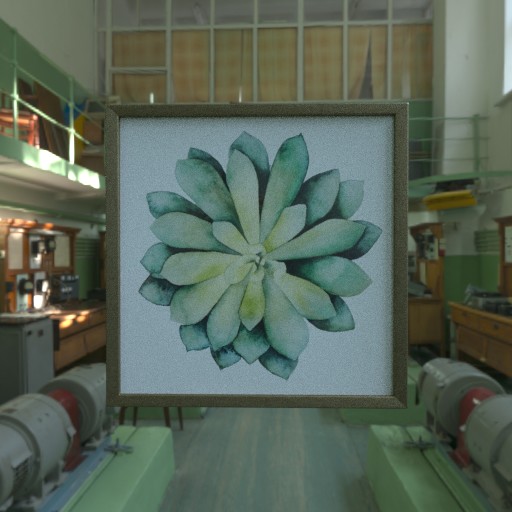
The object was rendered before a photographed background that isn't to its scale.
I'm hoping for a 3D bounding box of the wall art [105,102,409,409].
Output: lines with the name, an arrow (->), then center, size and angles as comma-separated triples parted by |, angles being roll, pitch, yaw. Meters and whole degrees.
wall art -> 0.000, 0.000, 0.757 | 0.503, 0.506, 0.040 | 0, 1, 1
